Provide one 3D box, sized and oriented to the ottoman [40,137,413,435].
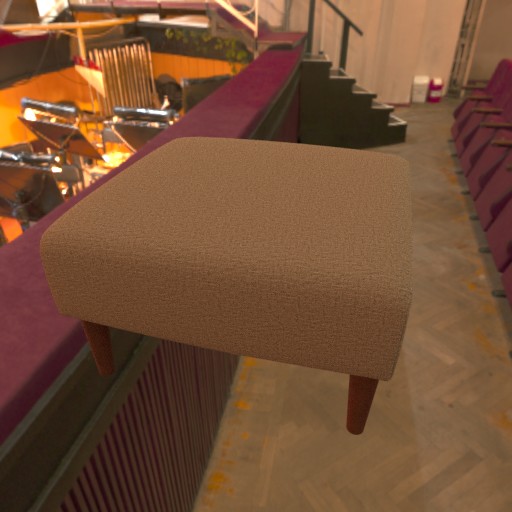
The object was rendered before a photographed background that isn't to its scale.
[{"bbox_3d":[0.000,0.000,1.045,0.650,0.398,0.649,8,33,13],"label":"ottoman"}]
